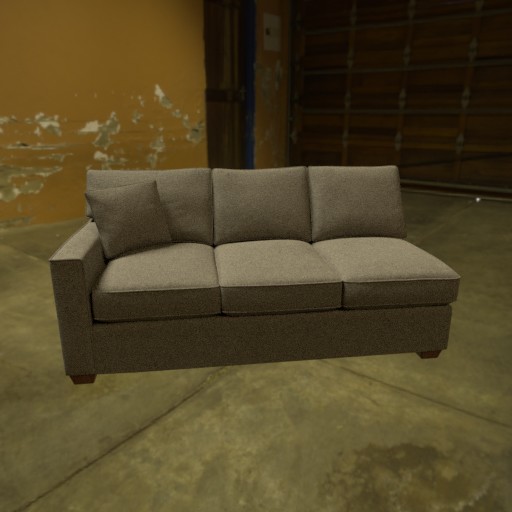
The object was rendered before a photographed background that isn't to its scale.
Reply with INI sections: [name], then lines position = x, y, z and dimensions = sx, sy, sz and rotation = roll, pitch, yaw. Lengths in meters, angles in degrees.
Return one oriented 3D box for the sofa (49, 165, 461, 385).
[sofa]
position = 0.000, 0.000, 2.551
dimensions = 1.963, 0.946, 1.034
rotation = -2, 17, -7
